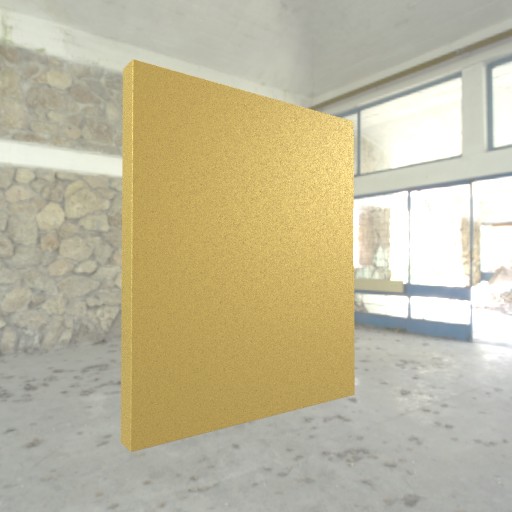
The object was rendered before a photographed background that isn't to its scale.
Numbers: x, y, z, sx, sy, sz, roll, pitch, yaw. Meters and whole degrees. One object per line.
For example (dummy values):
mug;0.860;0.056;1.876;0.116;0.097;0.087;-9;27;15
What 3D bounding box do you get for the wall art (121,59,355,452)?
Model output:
wall art;0.000;0.000;0.900;0.537;0.642;0.048;1;-1;-36
